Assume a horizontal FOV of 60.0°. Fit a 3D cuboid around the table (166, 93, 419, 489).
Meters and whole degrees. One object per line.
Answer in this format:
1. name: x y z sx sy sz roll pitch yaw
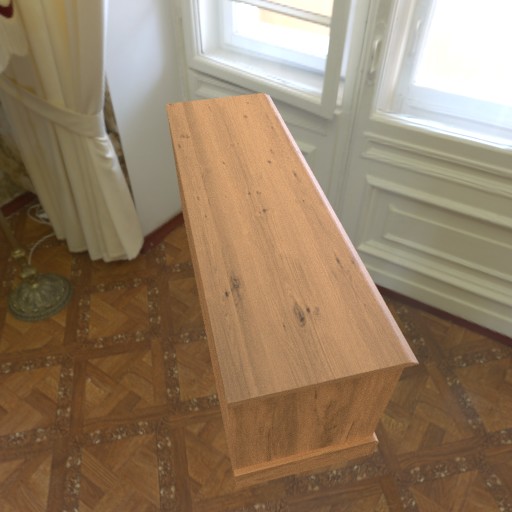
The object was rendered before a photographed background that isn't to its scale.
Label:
1. table: 0.000 0.000 1.453 0.400 0.510 1.200 -10 47 -9
